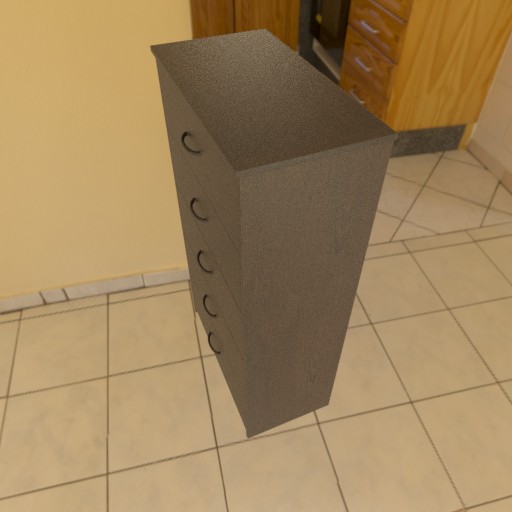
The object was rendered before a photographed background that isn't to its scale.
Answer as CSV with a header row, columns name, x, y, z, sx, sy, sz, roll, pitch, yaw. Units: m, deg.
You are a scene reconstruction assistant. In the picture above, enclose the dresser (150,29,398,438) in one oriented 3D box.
name,x,y,z,sx,sy,sz,roll,pitch,yaw
dresser,0.000,0.000,1.573,0.418,1.254,0.704,-17,47,-16
